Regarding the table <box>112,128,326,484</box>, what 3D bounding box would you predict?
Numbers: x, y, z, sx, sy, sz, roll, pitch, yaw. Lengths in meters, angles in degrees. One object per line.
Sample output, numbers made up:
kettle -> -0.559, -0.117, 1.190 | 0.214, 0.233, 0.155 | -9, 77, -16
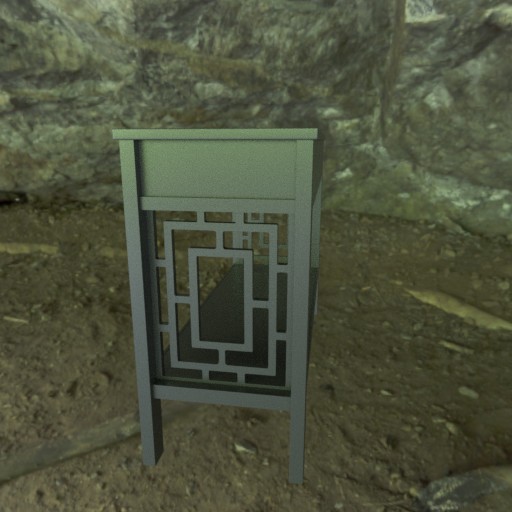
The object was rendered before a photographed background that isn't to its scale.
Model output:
table -> 0.000, 0.000, 1.410 | 0.397, 0.753, 1.068 | 2, 15, 9
